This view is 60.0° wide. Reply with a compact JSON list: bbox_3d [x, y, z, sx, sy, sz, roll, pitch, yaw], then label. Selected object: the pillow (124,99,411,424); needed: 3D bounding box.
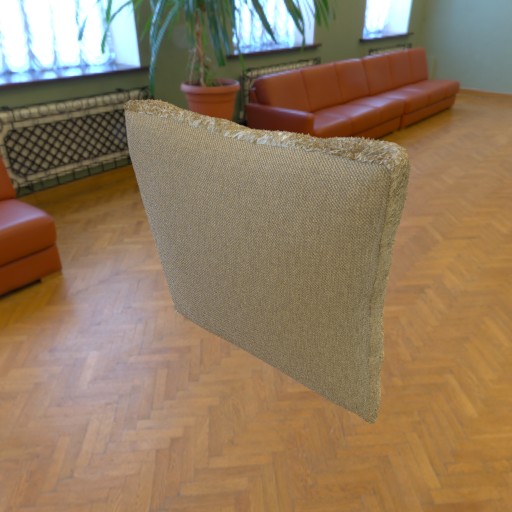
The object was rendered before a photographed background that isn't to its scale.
[{"bbox_3d":[0.000,0.000,0.794,0.529,0.515,0.218,22,37,33],"label":"pillow"}]
